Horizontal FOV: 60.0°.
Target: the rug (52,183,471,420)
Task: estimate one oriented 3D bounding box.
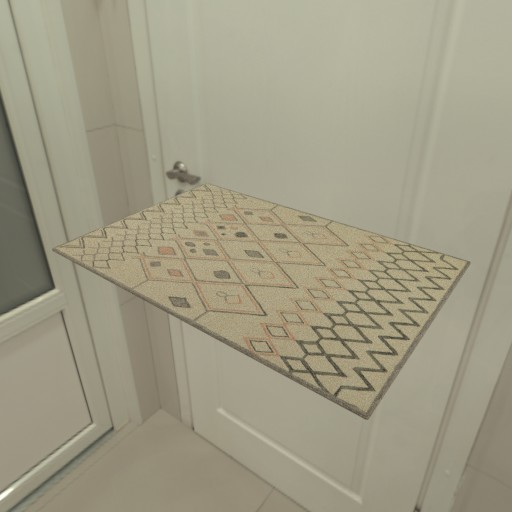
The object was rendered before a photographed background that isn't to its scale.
[{"bbox_3d":[0.000,0.000,2.317,1.829,0.016,1.219,21,36,31],"label":"rug"}]
